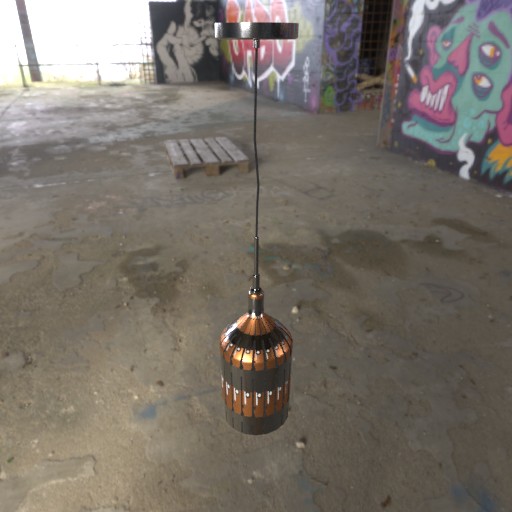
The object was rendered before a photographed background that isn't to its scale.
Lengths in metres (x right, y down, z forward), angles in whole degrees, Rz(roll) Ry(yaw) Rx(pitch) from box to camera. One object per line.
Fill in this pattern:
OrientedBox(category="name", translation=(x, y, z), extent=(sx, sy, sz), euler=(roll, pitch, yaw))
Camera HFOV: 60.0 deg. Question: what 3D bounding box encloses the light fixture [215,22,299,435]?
OrientedBox(category="light fixture", translation=(0.000, 0.000, 1.651), extent=(0.303, 1.535, 0.303), euler=(0, 26, 0))
